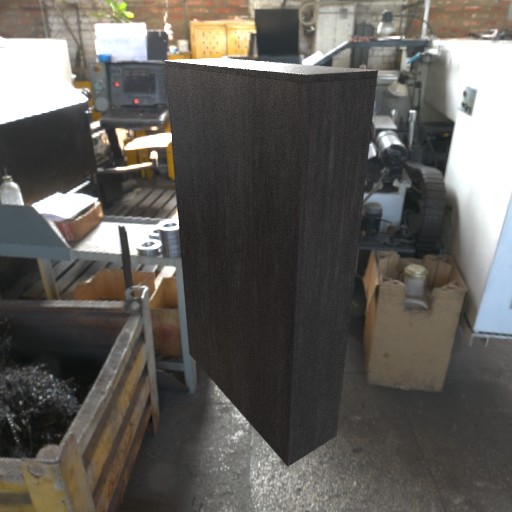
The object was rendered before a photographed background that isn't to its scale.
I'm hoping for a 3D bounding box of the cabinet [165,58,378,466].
[{"bbox_3d":[0.000,0.000,1.612,0.250,1.280,0.750,-17,31,-31],"label":"cabinet"}]
